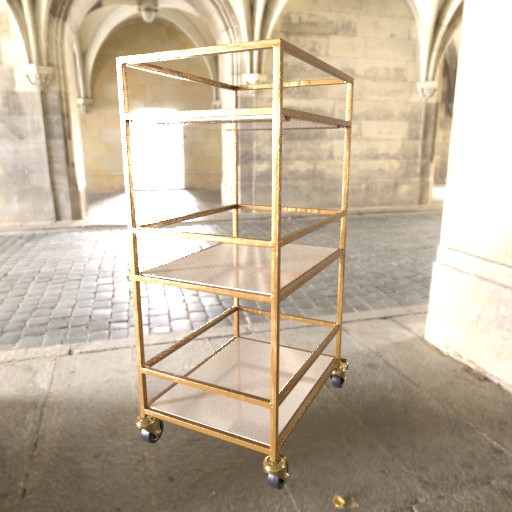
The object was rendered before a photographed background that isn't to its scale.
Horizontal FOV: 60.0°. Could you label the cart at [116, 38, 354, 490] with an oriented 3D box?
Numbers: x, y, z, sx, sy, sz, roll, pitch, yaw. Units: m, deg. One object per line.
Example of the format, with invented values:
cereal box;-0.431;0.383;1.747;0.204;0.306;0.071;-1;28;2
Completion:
cart;0.000;0.000;0.974;0.332;0.761;0.483;7;15;26
